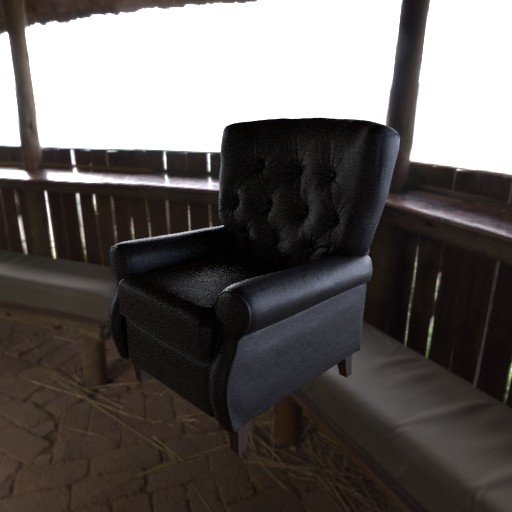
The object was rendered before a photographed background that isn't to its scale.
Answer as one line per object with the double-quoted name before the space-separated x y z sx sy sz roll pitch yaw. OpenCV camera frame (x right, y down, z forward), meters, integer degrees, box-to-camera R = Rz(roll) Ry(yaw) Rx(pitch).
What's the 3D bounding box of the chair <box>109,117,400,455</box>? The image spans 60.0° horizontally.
"chair" 0.000 0.000 1.937 0.948 1.158 1.058 16 24 42
